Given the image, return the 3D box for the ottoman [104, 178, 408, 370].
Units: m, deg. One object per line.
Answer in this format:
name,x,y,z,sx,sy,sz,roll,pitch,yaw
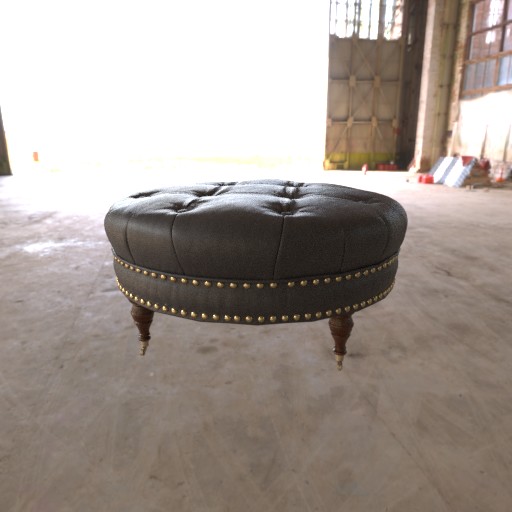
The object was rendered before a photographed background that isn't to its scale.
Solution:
ottoman,0.000,0.000,1.397,0.901,0.439,0.901,0,15,0
